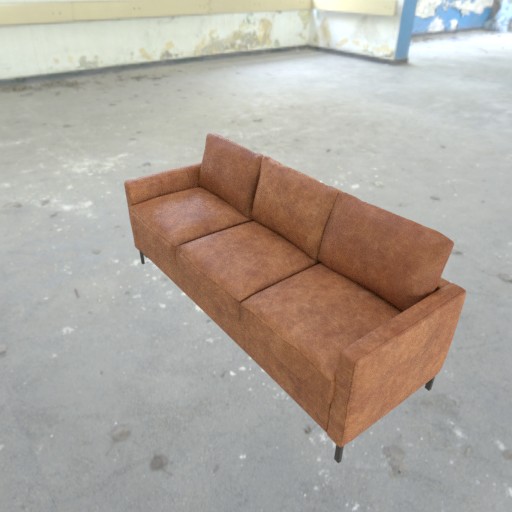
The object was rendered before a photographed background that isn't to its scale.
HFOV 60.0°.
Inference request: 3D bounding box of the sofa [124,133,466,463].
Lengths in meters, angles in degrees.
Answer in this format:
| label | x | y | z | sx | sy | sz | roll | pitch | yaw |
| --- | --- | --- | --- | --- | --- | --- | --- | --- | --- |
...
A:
| label | x | y | z | sx | sy | sz | roll | pitch | yaw |
| --- | --- | --- | --- | --- | --- | --- | --- | --- | --- |
| sofa | 0.000 | 0.000 | 2.458 | 0.748 | 0.863 | 2.029 | -22 | 38 | -31 |
